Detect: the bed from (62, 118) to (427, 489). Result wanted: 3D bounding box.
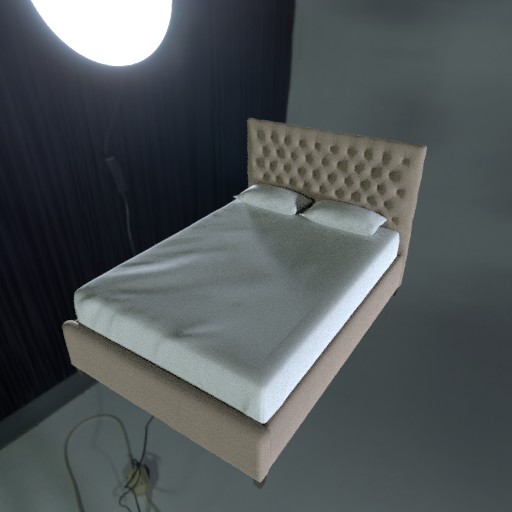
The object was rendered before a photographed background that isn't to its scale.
[{"bbox_3d":[0.000,0.000,3.386,1.698,1.427,2.387,19,35,29],"label":"bed"}]
